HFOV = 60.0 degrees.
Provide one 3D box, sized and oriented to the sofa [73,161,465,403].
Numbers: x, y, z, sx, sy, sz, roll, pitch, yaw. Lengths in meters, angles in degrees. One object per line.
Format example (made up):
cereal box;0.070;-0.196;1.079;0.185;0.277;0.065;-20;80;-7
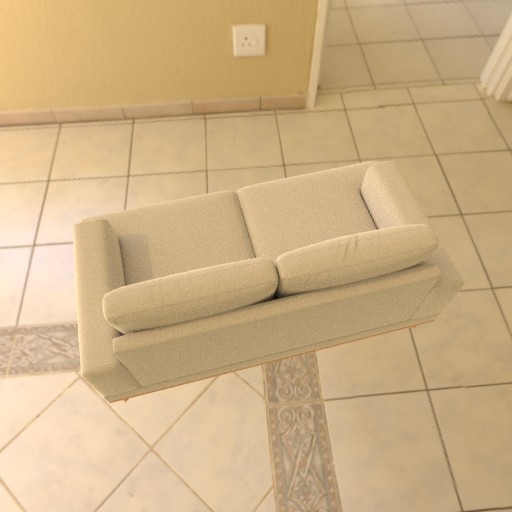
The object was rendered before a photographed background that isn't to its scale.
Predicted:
sofa;0.000;0.000;2.115;1.651;0.810;0.915;-12;59;-8
